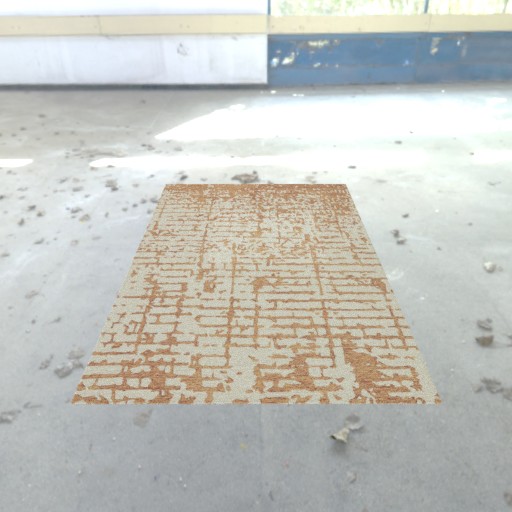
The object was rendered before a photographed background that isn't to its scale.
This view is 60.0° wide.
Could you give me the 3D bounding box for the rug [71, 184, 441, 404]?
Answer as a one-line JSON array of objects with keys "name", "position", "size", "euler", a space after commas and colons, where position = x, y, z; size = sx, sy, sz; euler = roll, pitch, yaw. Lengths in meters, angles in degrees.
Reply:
[{"name": "rug", "position": [0.000, 0.000, 2.228], "size": [1.219, 0.011, 1.829], "euler": [0, 32, 0]}]
